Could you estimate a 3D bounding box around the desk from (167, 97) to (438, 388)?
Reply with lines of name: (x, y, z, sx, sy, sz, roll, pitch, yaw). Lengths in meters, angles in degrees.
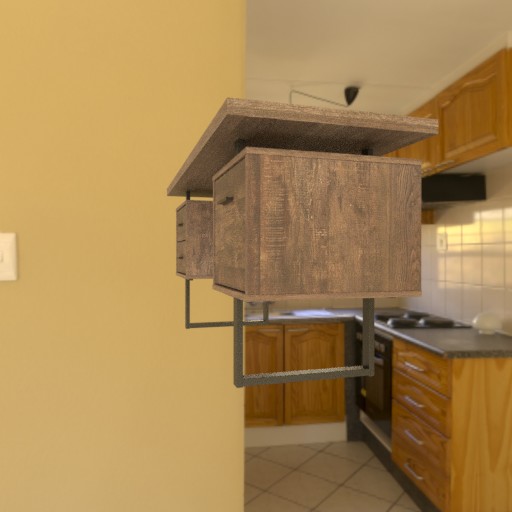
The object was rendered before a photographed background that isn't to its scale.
desk: (0.000, 0.000, 1.874, 0.600, 0.760, 1.524, 0, 0, -17)
